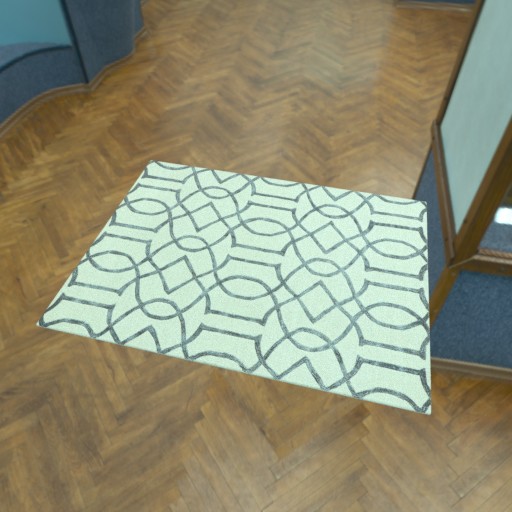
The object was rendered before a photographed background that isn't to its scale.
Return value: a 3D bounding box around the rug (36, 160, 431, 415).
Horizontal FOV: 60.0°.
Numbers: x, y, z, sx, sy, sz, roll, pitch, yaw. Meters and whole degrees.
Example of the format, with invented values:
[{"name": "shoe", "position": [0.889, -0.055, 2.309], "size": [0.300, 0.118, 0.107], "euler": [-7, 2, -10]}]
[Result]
[{"name": "rug", "position": [0.000, 0.000, 3.866], "size": [2.910, 0.021, 2.211], "euler": [10, 48, 9]}]
